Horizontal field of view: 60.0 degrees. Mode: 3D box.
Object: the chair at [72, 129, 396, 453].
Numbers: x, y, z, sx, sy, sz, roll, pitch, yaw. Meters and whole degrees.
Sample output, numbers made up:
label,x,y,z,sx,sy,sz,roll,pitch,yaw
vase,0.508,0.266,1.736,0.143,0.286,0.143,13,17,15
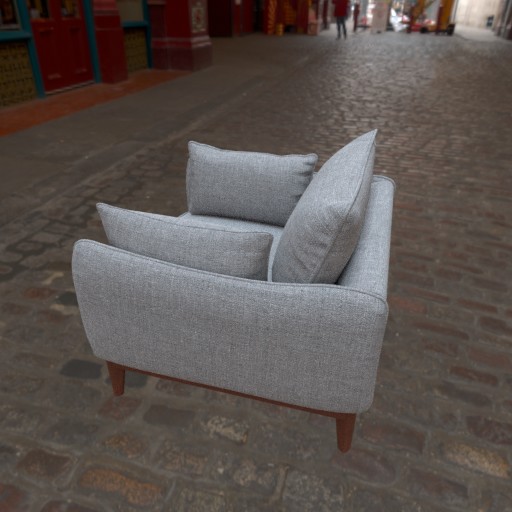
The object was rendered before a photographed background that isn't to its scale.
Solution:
label,x,y,z,sx,sy,sz,roll,pitch,yaw
chair,0.000,0.000,1.702,0.976,0.839,0.993,8,31,14
